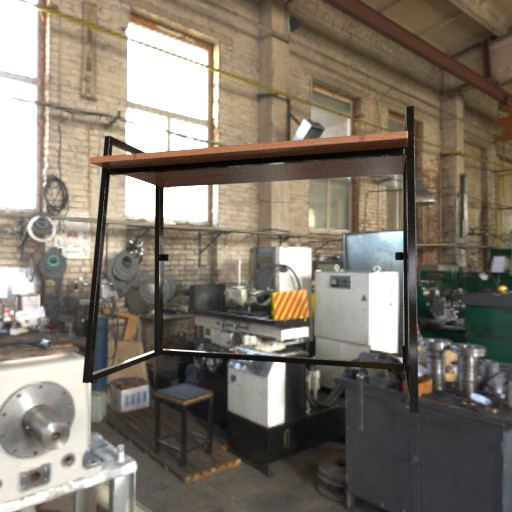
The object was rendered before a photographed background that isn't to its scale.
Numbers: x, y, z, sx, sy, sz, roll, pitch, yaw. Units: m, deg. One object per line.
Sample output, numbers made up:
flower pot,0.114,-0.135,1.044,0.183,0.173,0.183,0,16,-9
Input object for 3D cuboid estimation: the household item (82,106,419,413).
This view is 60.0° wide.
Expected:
household item,0.000,0.000,1.566,1.050,0.860,0.510,0,-1,17
